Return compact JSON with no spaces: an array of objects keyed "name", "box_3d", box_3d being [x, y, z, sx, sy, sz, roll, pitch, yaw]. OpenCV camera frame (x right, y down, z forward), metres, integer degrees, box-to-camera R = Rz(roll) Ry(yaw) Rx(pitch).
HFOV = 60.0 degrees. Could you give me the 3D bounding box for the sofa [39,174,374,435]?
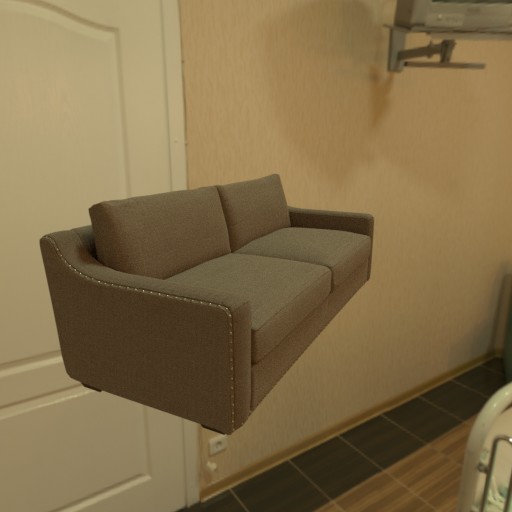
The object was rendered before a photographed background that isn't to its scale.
[{"name":"sofa","box_3d":[0.000,0.000,2.716,1.000,0.857,2.208,7,17,26]}]
